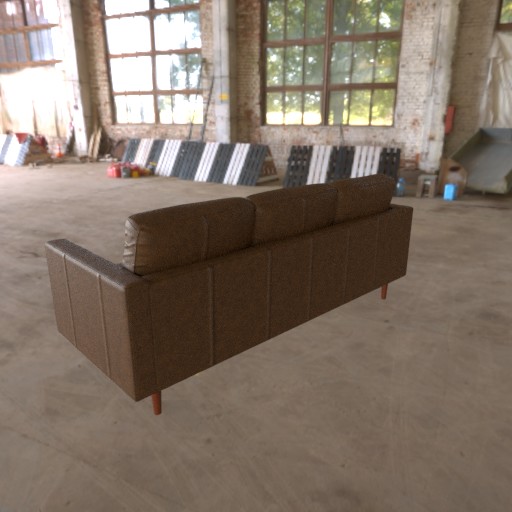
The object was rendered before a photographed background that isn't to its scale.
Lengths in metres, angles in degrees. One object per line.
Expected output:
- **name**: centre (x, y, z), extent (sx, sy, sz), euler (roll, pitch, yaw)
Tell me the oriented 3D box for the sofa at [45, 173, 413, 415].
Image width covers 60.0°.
- **sofa**: centre (0.000, 0.000, 2.796), extent (2.231, 0.930, 0.903), euler (-16, 24, -41)
